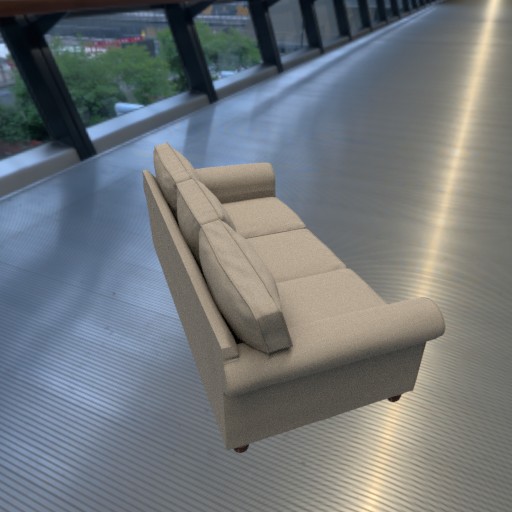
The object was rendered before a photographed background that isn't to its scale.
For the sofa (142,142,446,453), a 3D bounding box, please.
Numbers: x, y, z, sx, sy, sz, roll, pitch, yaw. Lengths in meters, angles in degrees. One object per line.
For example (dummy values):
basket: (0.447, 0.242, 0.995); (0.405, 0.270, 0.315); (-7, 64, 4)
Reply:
sofa: (0.000, 0.000, 2.649); (0.998, 0.889, 2.118); (-11, 33, -17)
